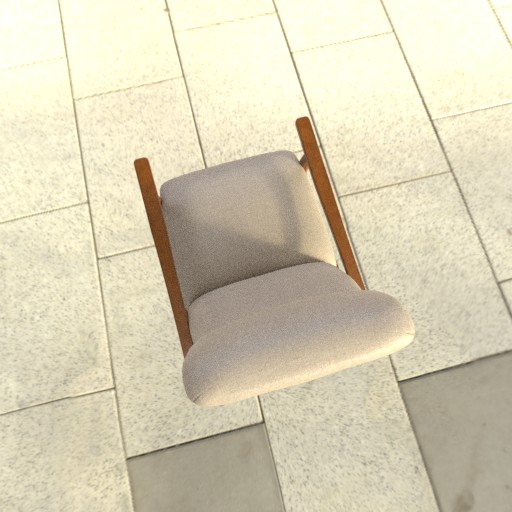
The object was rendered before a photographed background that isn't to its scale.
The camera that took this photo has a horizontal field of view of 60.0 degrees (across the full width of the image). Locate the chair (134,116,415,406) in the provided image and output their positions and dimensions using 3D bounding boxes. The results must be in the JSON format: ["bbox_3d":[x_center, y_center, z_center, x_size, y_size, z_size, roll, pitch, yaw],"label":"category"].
[{"bbox_3d":[0.000,0.000,1.805,0.762,1.082,1.032,-16,74,-5],"label":"chair"}]
